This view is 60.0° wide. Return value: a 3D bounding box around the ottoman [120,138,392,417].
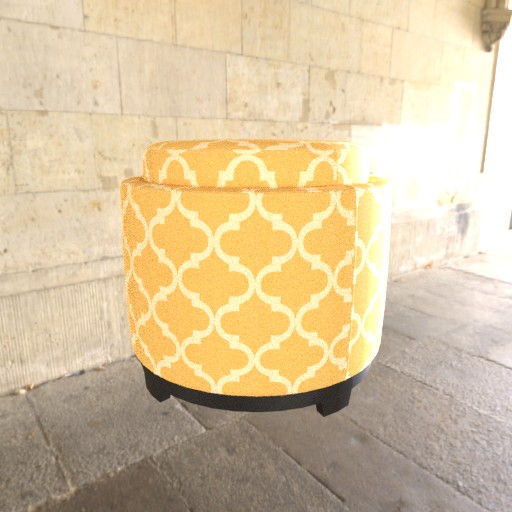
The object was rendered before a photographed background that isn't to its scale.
[{"bbox_3d":[0.000,0.000,0.839,0.480,0.429,0.480,0,14,0],"label":"ottoman"}]
